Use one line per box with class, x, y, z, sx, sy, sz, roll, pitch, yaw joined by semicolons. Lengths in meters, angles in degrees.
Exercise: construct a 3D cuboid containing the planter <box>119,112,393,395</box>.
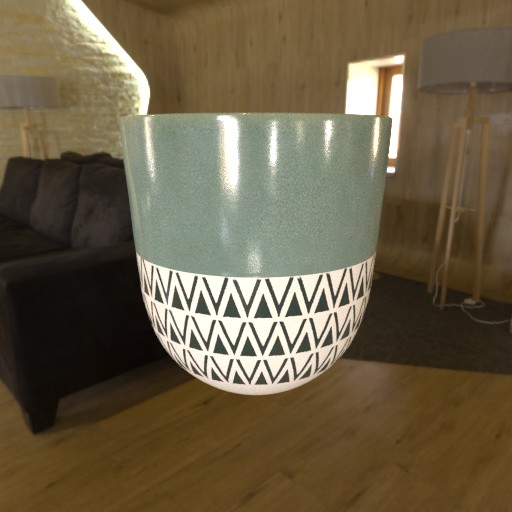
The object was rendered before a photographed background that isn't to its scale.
planter;0.000;0.000;0.362;0.198;0.214;0.198;0;15;0
